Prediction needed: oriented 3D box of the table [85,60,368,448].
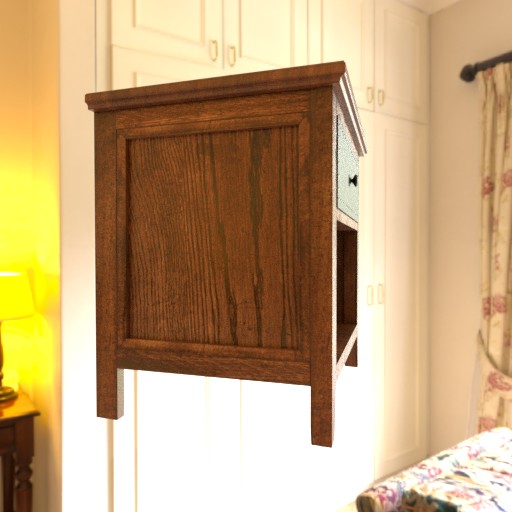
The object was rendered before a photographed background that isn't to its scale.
[{"bbox_3d":[0.000,0.000,1.011,0.461,0.597,0.586,0,1,17],"label":"table"}]
